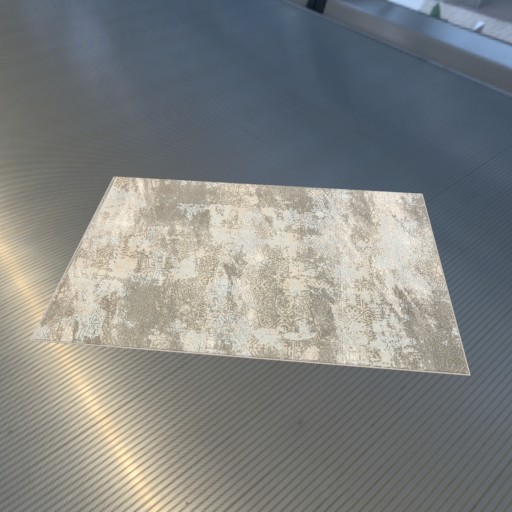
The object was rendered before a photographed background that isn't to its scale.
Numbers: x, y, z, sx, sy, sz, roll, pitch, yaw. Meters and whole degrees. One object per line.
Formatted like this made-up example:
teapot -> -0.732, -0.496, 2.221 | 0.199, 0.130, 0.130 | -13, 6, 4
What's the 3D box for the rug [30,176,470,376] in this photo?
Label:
rug -> 0.000, 0.000, 2.957 | 2.431, 0.012, 1.536 | 4, 47, 4
